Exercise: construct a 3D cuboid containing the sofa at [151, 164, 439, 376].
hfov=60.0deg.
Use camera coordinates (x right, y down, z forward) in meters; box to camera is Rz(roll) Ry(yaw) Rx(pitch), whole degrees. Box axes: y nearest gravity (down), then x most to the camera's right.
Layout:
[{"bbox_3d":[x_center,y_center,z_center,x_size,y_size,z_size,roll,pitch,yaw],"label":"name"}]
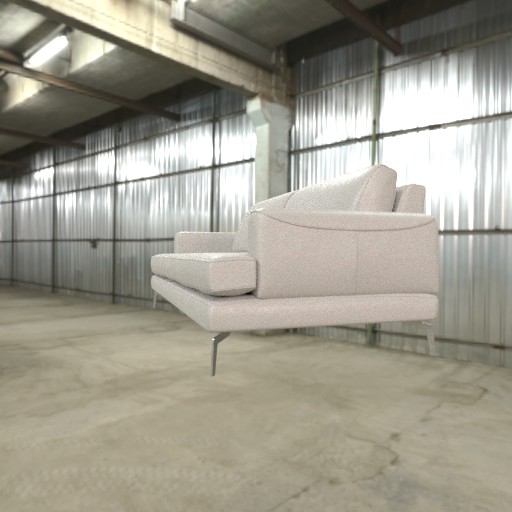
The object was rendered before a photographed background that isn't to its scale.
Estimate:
[{"bbox_3d":[0.000,0.000,2.465,0.974,0.765,1.940,0,0,-19],"label":"sofa"}]
